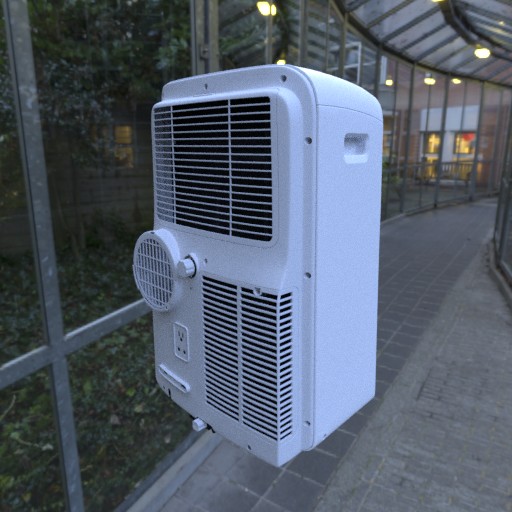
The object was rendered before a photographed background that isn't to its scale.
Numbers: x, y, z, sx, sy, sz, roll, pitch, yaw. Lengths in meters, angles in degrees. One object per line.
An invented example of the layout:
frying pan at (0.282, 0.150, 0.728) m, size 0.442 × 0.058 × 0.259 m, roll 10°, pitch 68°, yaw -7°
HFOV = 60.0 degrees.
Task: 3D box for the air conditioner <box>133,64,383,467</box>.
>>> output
air conditioner at (0.000, 0.000, 0.940) m, size 0.365 × 0.700 × 0.454 m, roll -13°, pitch 19°, yaw -42°
